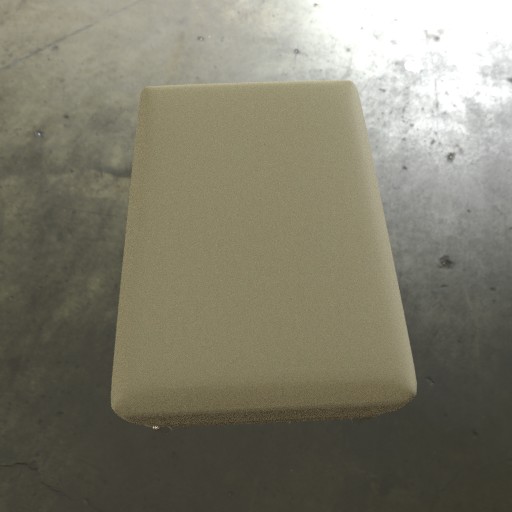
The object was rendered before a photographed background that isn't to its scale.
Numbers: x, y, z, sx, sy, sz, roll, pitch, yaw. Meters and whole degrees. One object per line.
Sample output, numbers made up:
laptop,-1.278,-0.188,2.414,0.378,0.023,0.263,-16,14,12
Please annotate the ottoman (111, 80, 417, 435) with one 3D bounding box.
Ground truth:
ottoman,0.000,0.000,1.169,0.581,0.497,0.835,-2,63,-1
